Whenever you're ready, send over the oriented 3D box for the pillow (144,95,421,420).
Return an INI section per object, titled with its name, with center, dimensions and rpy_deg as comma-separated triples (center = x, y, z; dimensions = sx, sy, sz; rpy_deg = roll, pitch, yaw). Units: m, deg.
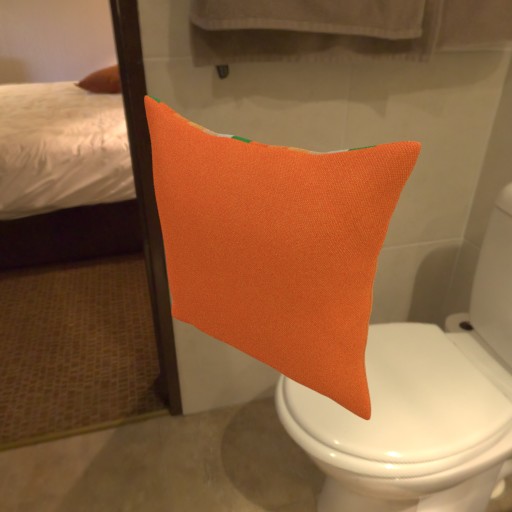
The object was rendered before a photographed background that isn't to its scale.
[pillow]
center = 0.000, 0.000, 0.710
dimensions = 0.453, 0.444, 0.169
rpy_deg = 21, 36, 32
